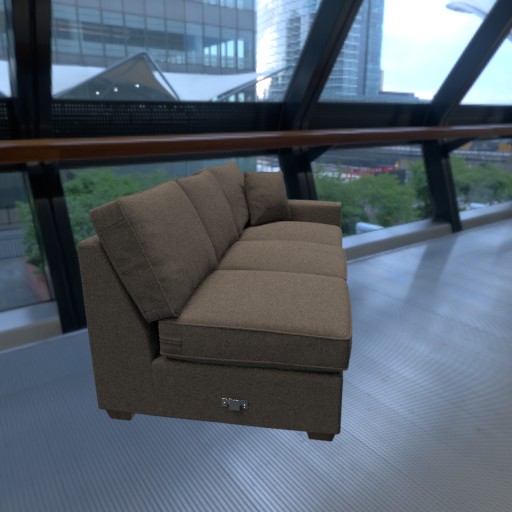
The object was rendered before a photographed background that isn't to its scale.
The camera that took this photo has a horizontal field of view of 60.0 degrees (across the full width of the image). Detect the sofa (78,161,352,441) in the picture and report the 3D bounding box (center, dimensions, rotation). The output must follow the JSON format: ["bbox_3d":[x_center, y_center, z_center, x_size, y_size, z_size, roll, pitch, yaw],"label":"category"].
[{"bbox_3d":[0.000,0.000,2.543,1.034,0.946,1.963,3,16,9],"label":"sofa"}]
